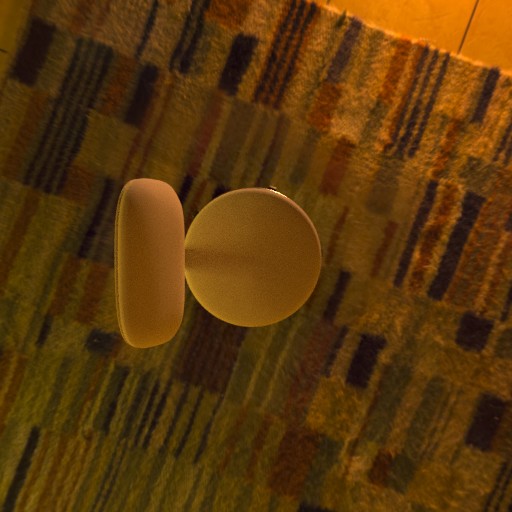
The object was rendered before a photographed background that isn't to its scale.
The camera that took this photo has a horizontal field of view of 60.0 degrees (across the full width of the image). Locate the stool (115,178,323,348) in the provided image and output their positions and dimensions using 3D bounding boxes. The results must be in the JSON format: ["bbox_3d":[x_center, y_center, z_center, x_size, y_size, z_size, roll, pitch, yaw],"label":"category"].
[{"bbox_3d":[0.000,0.000,1.480,0.616,1.080,0.609,0,91,-1],"label":"stool"}]
